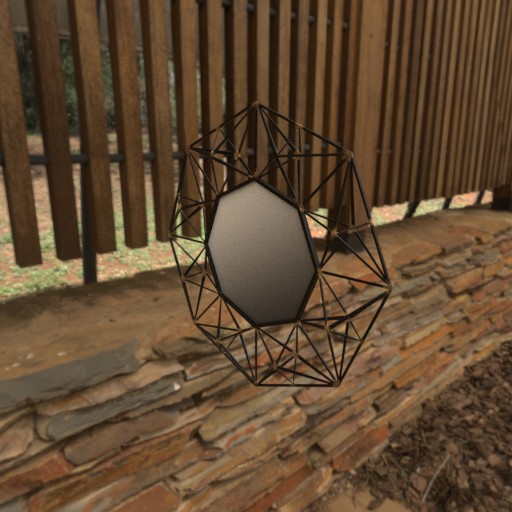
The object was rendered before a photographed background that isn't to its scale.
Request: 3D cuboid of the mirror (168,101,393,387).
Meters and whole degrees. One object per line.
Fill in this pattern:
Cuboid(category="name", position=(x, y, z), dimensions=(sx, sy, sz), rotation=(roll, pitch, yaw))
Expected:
Cuboid(category="mirror", position=(0.000, 0.000, 1.076), dimensions=(0.710, 0.710, 0.094), rotation=(14, 20, 42))
